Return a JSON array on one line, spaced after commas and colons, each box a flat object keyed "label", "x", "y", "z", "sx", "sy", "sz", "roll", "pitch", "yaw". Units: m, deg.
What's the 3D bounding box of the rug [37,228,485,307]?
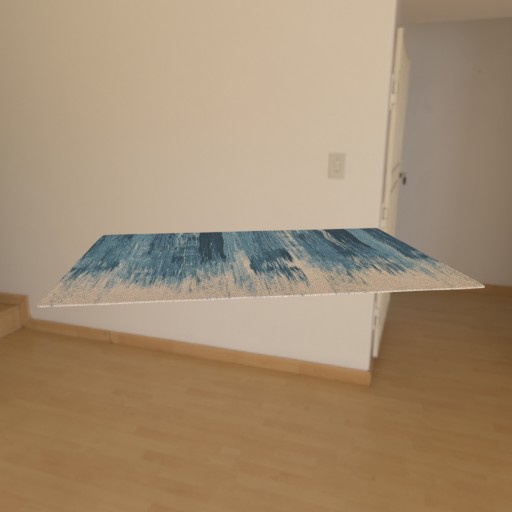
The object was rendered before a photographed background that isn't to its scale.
[{"label": "rug", "x": 0.000, "y": 0.000, "z": 2.369, "sx": 1.836, "sy": 0.009, "sz": 1.232, "roll": -2, "pitch": 16, "yaw": -7}]
